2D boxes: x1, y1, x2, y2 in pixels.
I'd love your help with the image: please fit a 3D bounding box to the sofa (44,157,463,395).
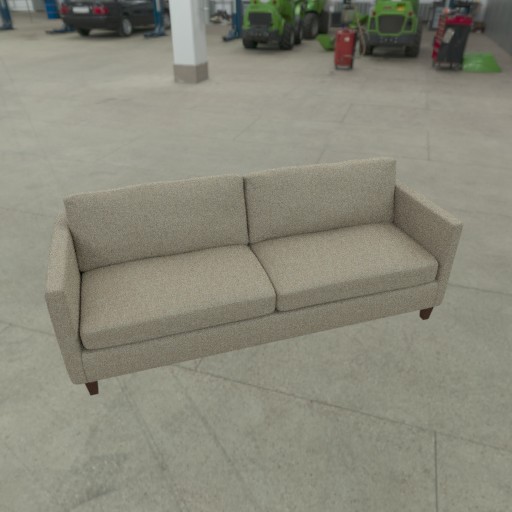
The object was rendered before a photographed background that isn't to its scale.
[{"bbox_3d":[0.000,0.000,2.920,2.434,0.965,0.951,-9,33,-15],"label":"sofa"}]
